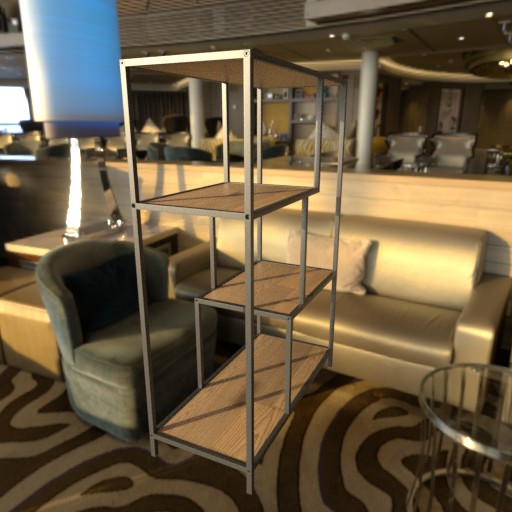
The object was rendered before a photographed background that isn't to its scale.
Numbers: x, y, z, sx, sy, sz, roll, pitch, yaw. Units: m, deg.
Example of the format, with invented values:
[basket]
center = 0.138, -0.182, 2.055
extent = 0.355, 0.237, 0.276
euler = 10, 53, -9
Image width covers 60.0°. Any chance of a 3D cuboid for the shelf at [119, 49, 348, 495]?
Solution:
[shelf]
center = 0.000, 0.000, 1.478
extent = 0.350, 1.138, 0.770
euler = 8, 18, 25
